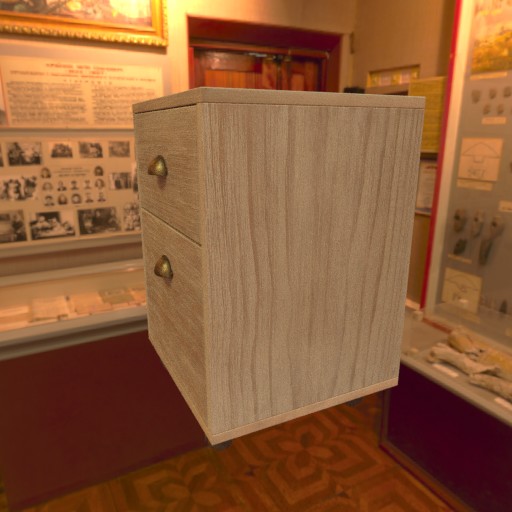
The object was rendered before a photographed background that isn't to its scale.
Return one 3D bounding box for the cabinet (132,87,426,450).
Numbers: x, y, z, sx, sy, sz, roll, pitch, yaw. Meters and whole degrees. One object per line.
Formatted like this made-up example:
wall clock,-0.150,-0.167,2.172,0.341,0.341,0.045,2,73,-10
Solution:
cabinet,0.000,0.000,0.874,0.401,0.579,0.409,-8,18,-25
